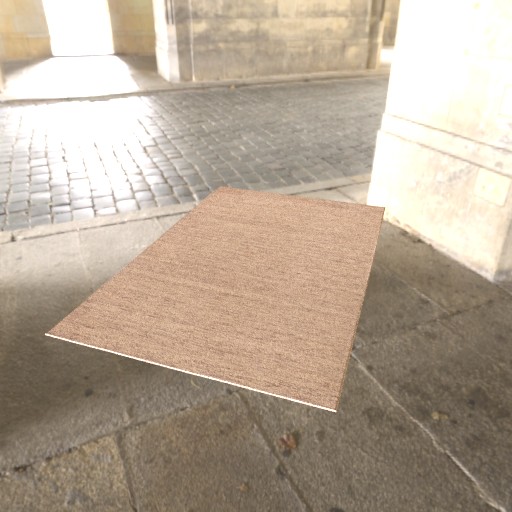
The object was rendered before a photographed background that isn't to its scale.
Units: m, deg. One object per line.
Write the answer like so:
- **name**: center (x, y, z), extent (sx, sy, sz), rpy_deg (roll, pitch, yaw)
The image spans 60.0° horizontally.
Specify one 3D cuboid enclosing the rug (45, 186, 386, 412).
- **rug**: center (0.000, 0.000, 2.434), extent (1.225, 0.013, 1.840), rpy_deg (10, 31, 17)
